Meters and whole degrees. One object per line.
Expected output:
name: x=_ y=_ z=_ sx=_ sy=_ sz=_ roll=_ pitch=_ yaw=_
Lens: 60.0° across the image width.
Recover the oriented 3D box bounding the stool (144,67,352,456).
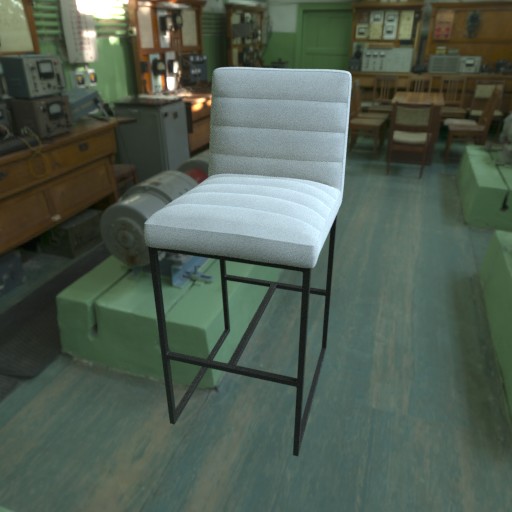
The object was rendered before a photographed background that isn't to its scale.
stool: x=0.000 y=0.000 z=1.402 sx=0.464 sy=1.061 sz=0.573 roll=8 pitch=28 yaw=15
